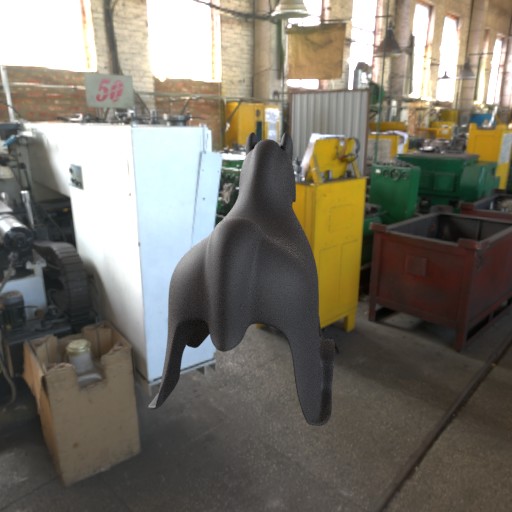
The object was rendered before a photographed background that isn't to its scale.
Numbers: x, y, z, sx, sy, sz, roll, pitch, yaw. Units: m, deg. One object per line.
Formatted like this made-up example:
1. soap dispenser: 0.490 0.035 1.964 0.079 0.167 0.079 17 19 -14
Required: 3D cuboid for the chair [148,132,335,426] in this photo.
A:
1. chair: 0.000 0.000 1.166 0.429 0.612 0.800 3 17 8
